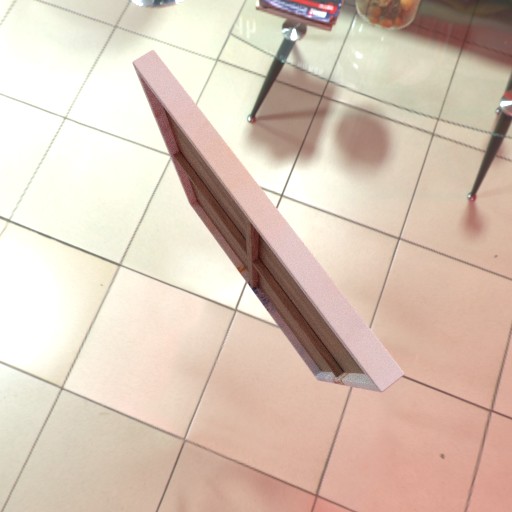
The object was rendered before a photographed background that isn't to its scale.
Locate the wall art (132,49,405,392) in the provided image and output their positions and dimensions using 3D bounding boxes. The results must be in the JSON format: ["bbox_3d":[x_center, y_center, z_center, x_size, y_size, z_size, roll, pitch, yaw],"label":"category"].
[{"bbox_3d":[0.000,0.000,1.616,0.071,1.061,1.061,-35,78,-8],"label":"wall art"}]
